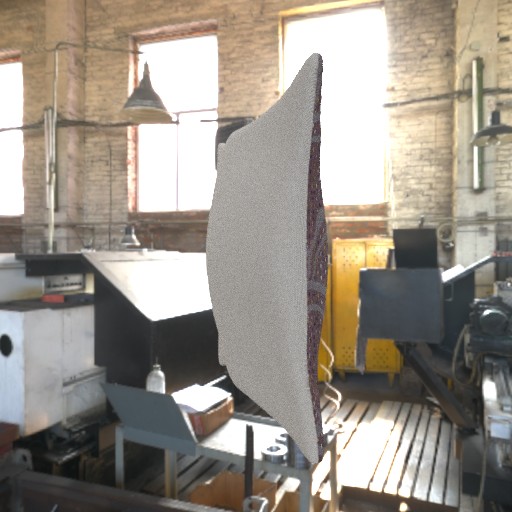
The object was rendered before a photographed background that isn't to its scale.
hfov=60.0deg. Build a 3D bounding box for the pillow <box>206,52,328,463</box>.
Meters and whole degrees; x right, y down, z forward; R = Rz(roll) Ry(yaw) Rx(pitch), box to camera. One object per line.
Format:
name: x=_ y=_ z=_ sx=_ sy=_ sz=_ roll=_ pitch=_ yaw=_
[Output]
pillow: x=0.000 y=0.000 z=0.787 sx=0.163 sy=0.513 sz=0.514 roll=0 pitch=1 yaw=-18
